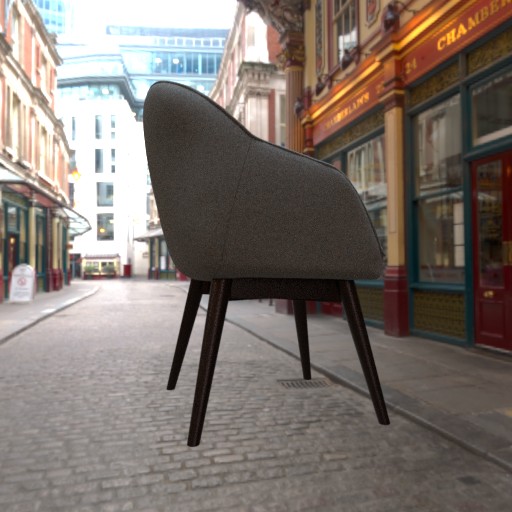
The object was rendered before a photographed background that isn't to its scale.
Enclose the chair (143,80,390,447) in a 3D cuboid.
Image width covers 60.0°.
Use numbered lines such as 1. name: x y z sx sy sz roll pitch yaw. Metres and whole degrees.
1. chair: 0.000 0.000 1.221 0.611 0.810 0.589 1 -2 -17
